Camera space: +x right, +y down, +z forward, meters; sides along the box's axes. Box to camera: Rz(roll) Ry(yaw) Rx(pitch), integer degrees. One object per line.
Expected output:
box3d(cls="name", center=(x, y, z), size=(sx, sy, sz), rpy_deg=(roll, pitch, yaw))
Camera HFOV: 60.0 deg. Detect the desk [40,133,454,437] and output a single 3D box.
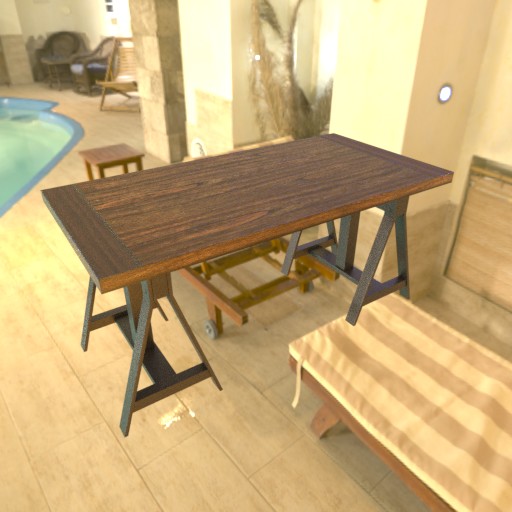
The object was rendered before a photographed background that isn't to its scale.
box3d(cls="desk", center=(0.000, 0.000, 2.006), size=(1.543, 0.725, 0.784), rpy_deg=(-18, 35, -29))
